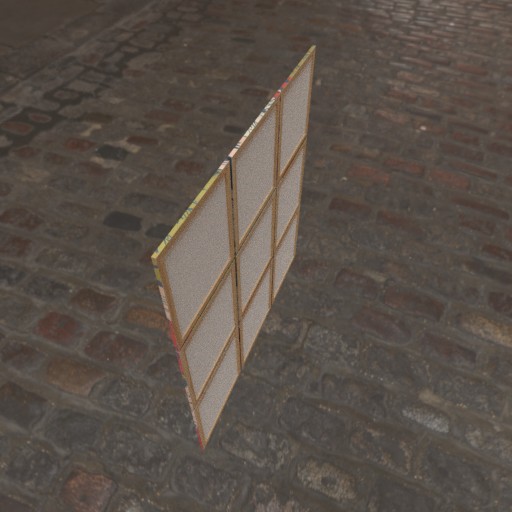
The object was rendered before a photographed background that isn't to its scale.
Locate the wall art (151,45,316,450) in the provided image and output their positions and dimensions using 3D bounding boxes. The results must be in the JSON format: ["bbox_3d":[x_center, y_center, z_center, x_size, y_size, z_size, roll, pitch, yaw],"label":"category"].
[{"bbox_3d":[0.000,0.000,1.808,0.013,1.218,1.206,17,50,15],"label":"wall art"}]
